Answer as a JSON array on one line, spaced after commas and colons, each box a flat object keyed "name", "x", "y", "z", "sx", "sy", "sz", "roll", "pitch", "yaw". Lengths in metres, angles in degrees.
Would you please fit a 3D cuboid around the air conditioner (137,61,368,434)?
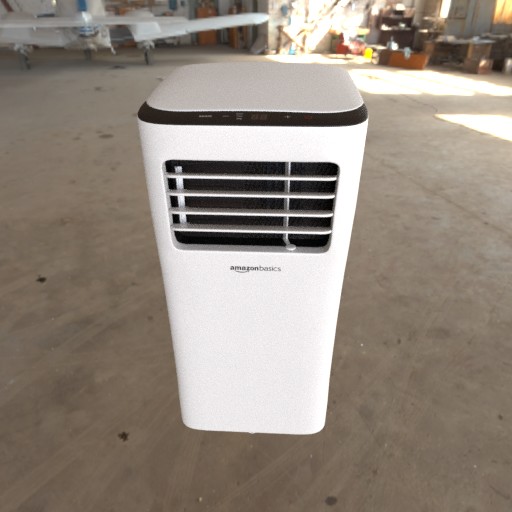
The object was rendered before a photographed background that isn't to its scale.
[{"name": "air conditioner", "x": 0.000, "y": 0.000, "z": 0.928, "sx": 0.352, "sy": 0.716, "sz": 0.369, "roll": 1, "pitch": 29, "yaw": 3}]
